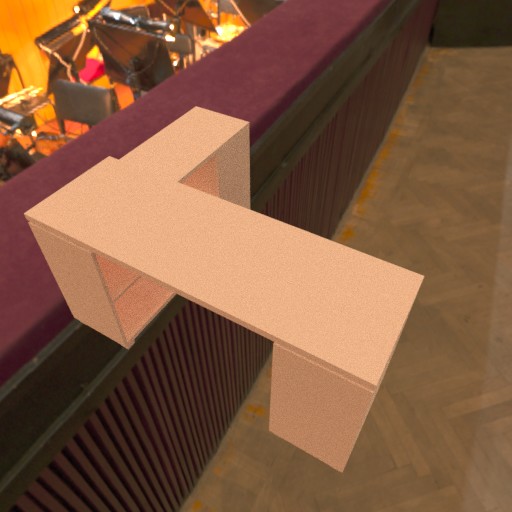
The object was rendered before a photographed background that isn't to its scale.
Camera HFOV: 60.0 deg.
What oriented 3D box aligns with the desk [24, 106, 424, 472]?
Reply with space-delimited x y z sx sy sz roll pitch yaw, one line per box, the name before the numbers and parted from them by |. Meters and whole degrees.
desk | 0.000 0.000 2.194 1.524 0.759 1.199 23 50 21
